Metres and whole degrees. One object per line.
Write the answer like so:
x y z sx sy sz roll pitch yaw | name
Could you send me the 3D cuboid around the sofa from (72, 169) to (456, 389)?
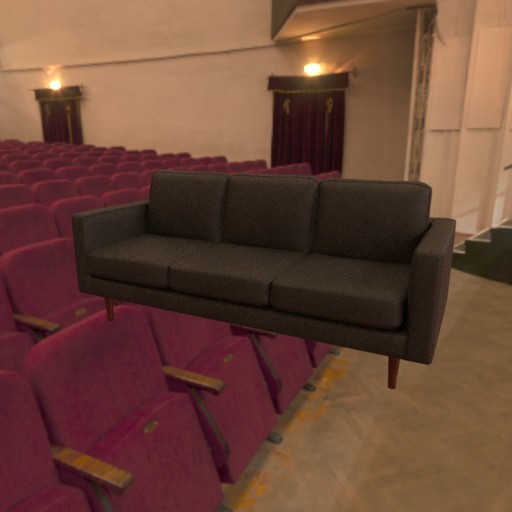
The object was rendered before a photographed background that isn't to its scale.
0.000 0.000 2.555 2.029 0.899 0.879 7 17 26 | sofa
